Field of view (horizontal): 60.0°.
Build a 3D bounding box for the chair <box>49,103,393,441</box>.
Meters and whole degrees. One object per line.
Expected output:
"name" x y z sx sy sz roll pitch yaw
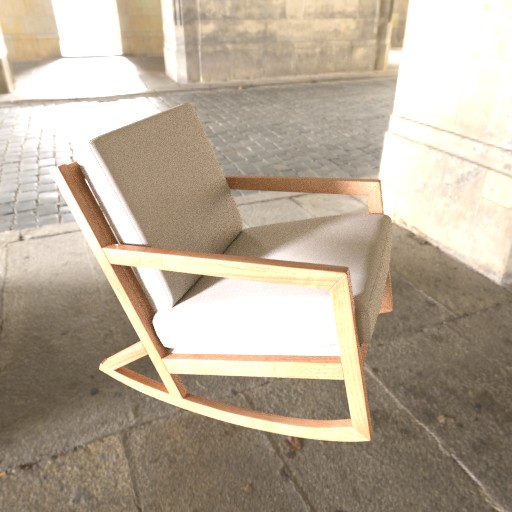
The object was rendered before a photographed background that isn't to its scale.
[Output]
"chair" 0.000 0.000 1.374 0.857 0.790 0.622 10 31 18
